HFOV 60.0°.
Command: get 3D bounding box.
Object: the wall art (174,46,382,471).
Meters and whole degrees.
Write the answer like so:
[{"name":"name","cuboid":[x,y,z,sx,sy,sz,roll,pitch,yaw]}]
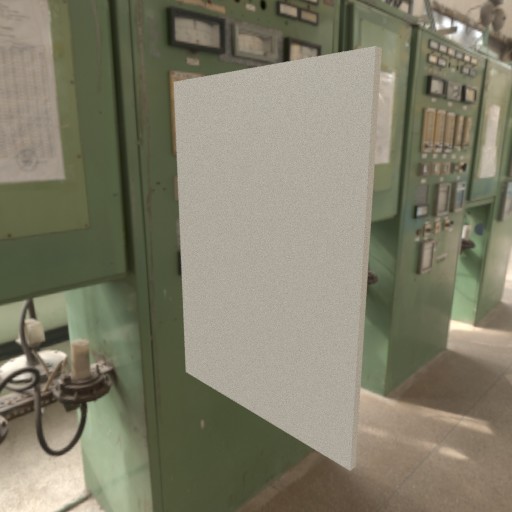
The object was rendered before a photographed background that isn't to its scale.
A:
[{"name":"wall art","cuboid":[0.000,0.000,0.675,0.013,0.533,0.381,-13,19,-43]}]
